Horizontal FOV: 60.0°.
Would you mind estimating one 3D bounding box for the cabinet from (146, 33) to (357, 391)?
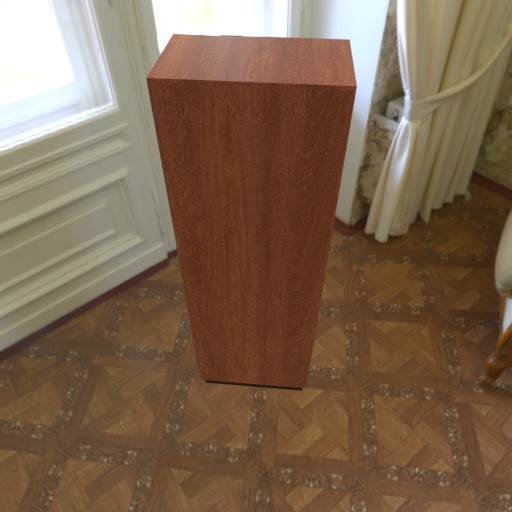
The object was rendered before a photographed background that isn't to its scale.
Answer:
[{"bbox_3d":[0.000,0.000,2.235,0.660,1.980,0.420,4,46,4],"label":"cabinet"}]
